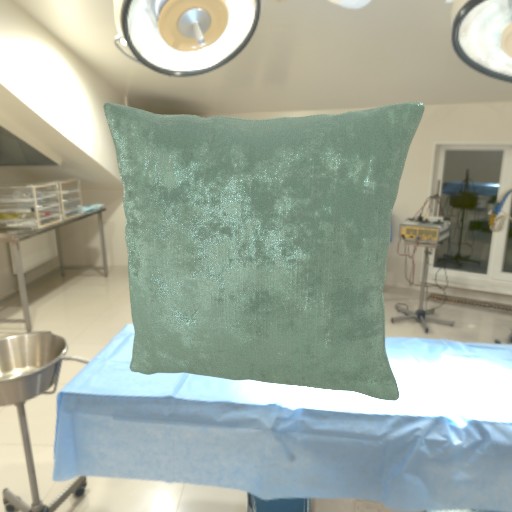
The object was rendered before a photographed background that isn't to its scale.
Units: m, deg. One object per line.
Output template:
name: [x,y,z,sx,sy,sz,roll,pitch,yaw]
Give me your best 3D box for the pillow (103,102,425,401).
pillow: [0.000,0.000,0.700,0.470,0.464,0.175,2,15,9]
